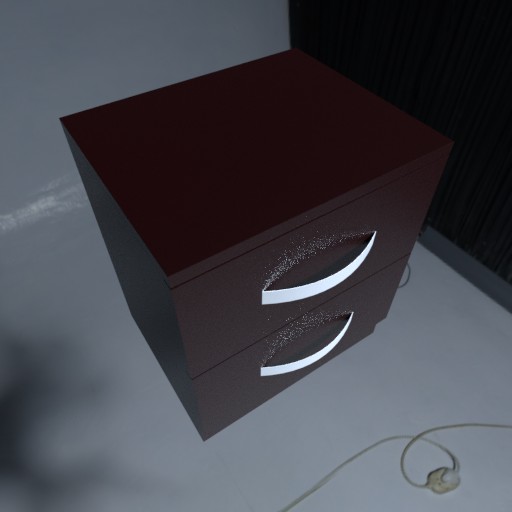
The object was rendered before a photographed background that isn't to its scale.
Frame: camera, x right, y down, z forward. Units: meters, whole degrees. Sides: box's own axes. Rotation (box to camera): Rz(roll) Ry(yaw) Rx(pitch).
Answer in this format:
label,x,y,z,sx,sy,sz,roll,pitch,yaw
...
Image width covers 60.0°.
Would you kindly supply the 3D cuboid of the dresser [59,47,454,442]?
label,x,y,z,sx,sy,sz,roll,pitch,yaw
dresser,0.000,0.000,0.747,0.400,0.470,0.360,-26,53,-22
